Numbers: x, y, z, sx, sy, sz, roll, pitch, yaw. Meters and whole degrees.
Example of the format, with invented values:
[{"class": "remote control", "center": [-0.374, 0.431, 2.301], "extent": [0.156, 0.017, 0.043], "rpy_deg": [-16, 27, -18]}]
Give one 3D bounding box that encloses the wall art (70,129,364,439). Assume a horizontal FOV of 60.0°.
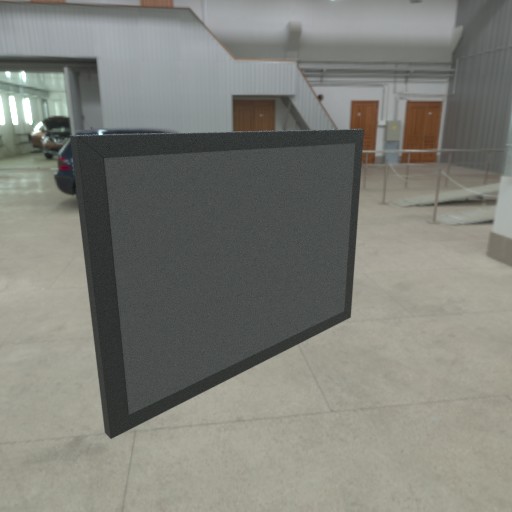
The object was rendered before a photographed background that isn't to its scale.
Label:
[{"class": "wall art", "center": [0.000, 0.000, 0.566], "extent": [0.432, 0.306, 0.016], "rpy_deg": [-16, 23, -41]}]
